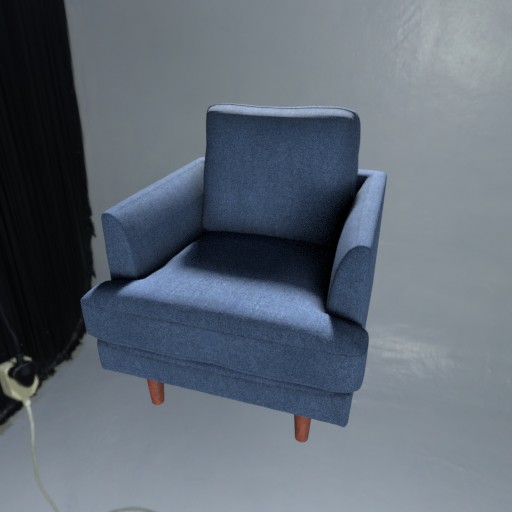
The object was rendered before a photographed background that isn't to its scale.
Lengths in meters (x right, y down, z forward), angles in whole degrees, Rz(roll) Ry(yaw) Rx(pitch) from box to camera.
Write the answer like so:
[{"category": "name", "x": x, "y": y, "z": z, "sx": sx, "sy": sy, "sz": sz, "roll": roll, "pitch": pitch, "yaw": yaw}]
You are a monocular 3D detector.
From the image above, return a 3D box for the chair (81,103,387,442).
[{"category": "chair", "x": 0.000, "y": 0.000, "z": 1.584, "sx": 0.858, "sy": 0.957, "sz": 0.899, "roll": 8, "pitch": 27, "yaw": 16}]
